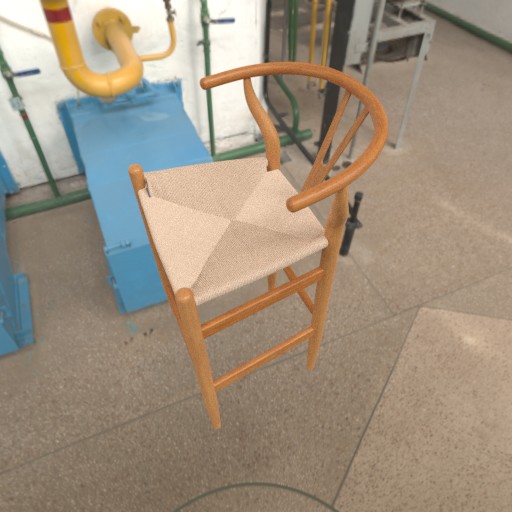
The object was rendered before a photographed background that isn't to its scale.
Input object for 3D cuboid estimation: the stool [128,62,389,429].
[{"bbox_3d":[0.000,0.000,1.344,0.579,0.970,0.569,-17,49,-15],"label":"stool"}]
